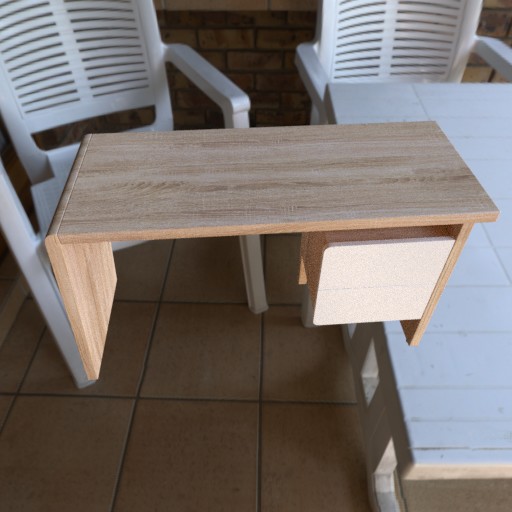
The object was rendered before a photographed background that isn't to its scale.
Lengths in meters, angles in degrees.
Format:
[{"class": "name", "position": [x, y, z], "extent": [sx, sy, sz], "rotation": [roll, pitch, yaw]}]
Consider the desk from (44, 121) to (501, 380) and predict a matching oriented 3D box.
[{"class": "desk", "position": [0.000, 0.000, 1.612], "extent": [1.300, 0.750, 0.500], "rotation": [-3, 46, -3]}]
